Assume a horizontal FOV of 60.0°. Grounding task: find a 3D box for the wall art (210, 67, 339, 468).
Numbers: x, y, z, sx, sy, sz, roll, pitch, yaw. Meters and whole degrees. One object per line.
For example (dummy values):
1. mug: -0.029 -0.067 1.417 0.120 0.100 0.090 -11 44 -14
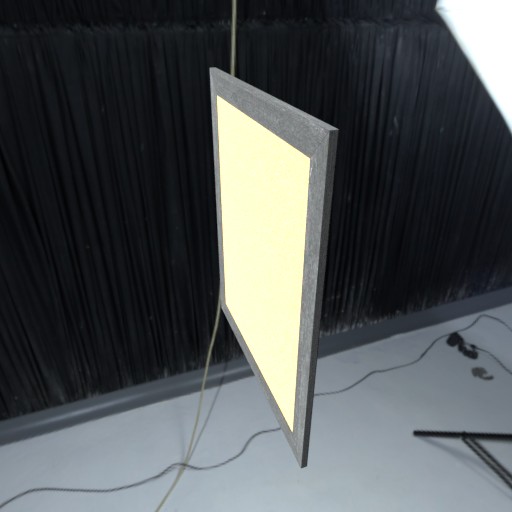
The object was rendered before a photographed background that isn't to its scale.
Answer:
1. wall art: 0.000 0.000 0.799 0.013 0.570 0.476 -11 32 -17
